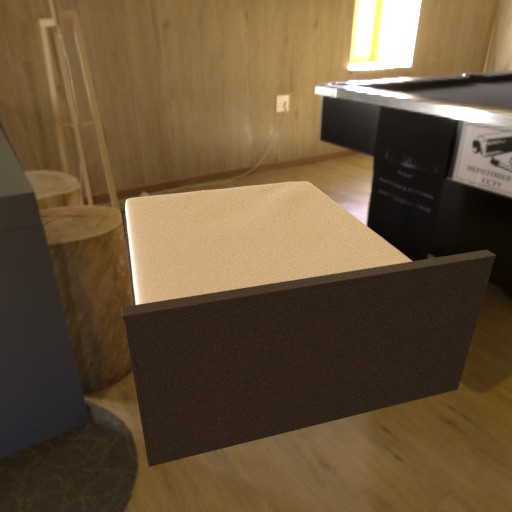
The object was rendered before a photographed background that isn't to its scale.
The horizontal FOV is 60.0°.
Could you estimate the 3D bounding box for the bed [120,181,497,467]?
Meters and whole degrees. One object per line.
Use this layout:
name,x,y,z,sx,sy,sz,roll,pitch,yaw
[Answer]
bed,0.000,0.000,2.870,1.634,0.808,2.103,-8,29,-15
